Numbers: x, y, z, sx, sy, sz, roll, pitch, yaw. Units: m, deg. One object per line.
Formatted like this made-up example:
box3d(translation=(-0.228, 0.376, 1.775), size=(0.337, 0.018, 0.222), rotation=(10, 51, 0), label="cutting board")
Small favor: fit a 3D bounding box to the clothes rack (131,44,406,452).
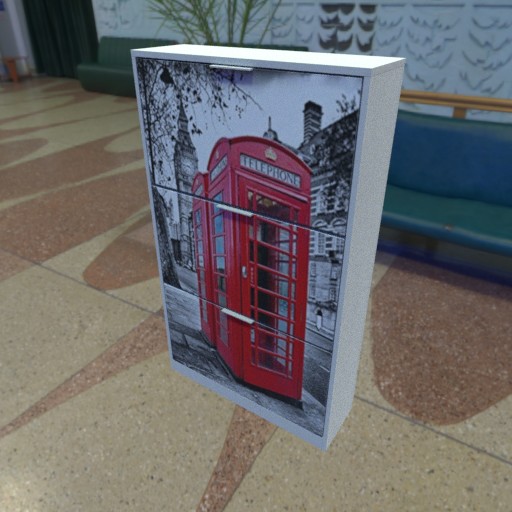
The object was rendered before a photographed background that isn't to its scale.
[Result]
box3d(translation=(0.000, 0.000, 1.536), size=(0.750, 1.280, 0.250), rotation=(18, 35, 29), label="clothes rack")
